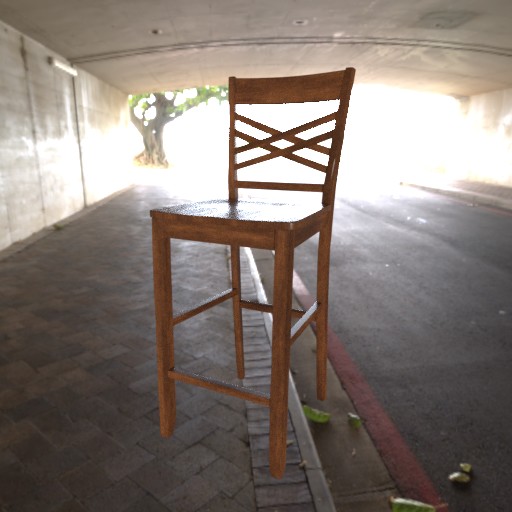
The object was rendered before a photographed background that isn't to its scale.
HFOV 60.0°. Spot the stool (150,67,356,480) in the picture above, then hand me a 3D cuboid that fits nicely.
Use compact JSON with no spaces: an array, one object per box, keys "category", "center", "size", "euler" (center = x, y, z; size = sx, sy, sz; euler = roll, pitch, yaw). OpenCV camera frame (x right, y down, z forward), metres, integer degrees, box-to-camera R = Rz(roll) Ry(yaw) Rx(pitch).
[{"category":"stool","center":[0.000,0.000,1.355],"size":[0.433,1.105,0.487],"euler":[7,16,26]}]
